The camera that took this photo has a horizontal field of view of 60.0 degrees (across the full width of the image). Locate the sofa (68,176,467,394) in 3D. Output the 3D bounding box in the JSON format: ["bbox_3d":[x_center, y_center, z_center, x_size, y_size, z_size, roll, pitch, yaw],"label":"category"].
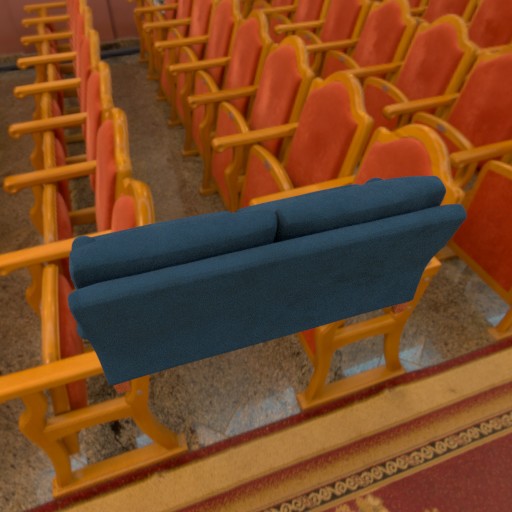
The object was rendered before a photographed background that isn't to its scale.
[{"bbox_3d":[0.000,0.000,2.798,2.141,1.101,1.084,-13,43,-14],"label":"sofa"}]
